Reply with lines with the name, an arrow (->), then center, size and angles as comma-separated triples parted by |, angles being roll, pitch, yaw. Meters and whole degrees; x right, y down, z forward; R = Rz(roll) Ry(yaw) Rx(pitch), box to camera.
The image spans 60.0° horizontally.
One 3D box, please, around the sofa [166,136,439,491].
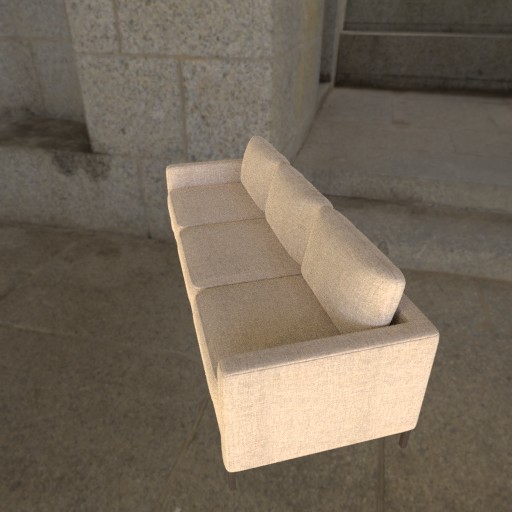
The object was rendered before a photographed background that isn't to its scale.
sofa -> 0.000, 0.000, 2.584 | 0.859, 0.874, 2.218 | -8, 31, -13
